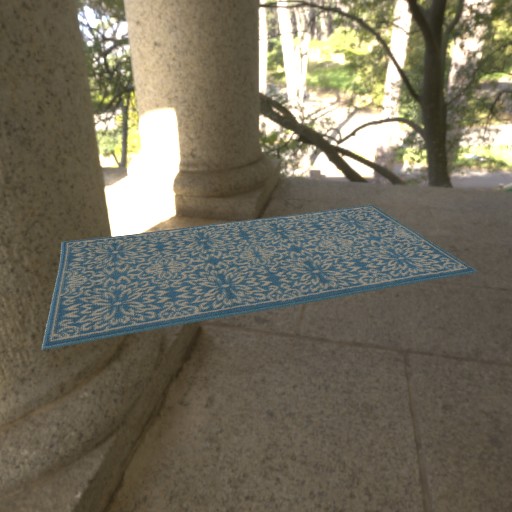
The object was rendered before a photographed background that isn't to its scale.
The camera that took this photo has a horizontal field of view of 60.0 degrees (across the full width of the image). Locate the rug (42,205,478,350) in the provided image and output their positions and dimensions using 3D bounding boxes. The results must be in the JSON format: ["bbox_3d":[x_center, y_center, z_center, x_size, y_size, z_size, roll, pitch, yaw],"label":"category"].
[{"bbox_3d":[0.000,0.000,1.433,1.219,0.007,0.604,-8,28,-16],"label":"rug"}]
